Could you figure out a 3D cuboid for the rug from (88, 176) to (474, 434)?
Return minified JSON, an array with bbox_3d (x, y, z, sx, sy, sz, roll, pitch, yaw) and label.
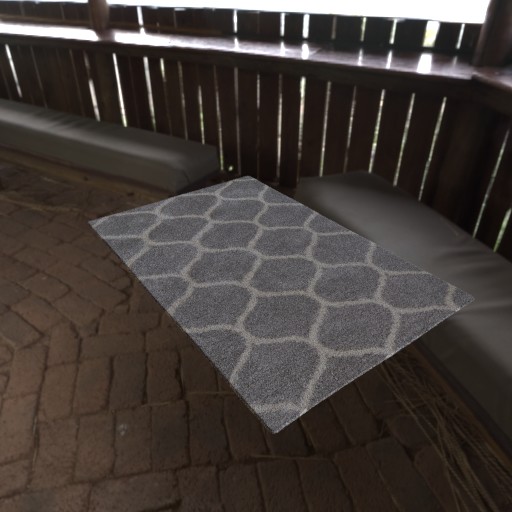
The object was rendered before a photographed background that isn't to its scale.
[{"bbox_3d":[0.000,0.000,3.537,1.801,0.026,2.701,-22,39,-30],"label":"rug"}]
